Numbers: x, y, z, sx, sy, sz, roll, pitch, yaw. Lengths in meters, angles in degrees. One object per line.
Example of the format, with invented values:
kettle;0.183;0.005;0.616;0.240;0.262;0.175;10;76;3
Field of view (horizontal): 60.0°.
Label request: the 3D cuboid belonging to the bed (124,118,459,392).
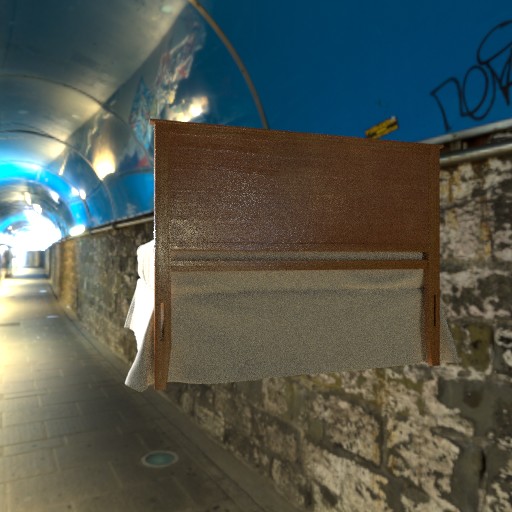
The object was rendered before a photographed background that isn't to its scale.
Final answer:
bed;0.000;0.000;3.253;1.870;1.273;2.035;0;0;-17
